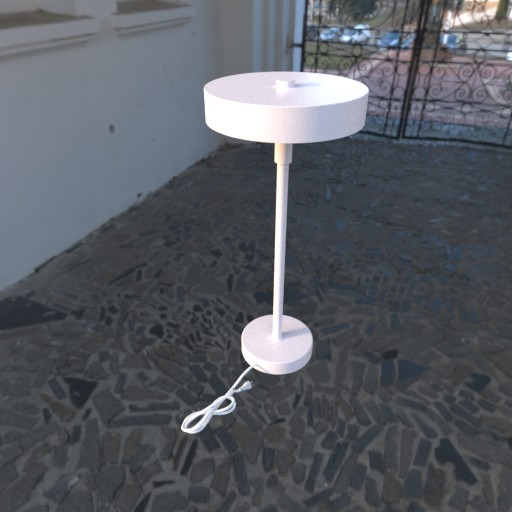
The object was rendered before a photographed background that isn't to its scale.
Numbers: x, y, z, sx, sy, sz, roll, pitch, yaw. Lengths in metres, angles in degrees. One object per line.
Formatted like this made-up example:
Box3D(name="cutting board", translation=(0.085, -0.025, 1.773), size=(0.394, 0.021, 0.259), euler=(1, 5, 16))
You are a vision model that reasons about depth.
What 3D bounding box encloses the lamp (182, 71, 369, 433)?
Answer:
Box3D(name="lamp", translation=(0.000, 0.000, 0.704), size=(0.229, 0.508, 0.369), euler=(21, 38, 30))
